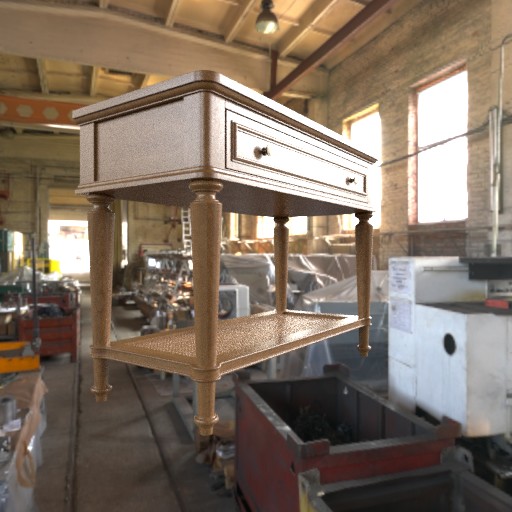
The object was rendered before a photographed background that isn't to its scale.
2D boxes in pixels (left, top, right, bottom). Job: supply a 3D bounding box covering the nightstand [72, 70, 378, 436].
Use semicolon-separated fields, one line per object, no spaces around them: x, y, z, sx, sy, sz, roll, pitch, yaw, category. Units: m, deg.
0.000;0.000;1.313;0.432;0.700;0.914;0;0;35;nightstand
